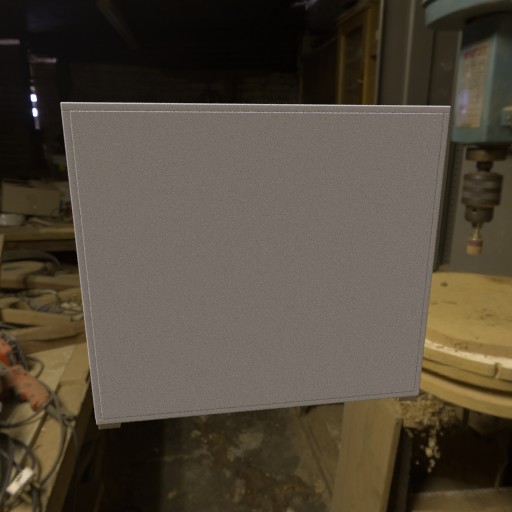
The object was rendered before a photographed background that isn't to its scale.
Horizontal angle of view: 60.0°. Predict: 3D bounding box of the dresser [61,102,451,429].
[{"bbox_3d":[0.000,0.000,1.585,1.100,1.000,0.460,-2,16,-8],"label":"dresser"}]
